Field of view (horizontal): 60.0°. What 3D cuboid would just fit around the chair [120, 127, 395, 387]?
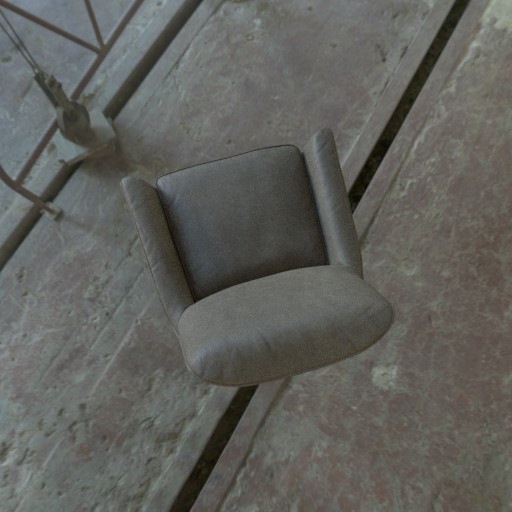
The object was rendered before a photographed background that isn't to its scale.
[{"bbox_3d":[0.000,0.000,1.530,0.787,0.888,0.824,-15,75,-4],"label":"chair"}]
